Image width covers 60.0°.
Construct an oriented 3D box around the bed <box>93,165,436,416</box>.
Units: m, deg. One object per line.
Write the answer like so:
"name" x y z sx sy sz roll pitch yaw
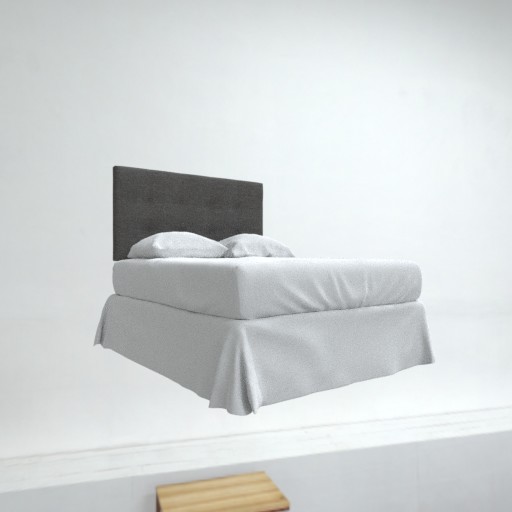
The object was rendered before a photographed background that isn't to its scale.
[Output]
"bed" 0.000 0.000 3.560 1.936 1.577 2.222 0 0 -37
